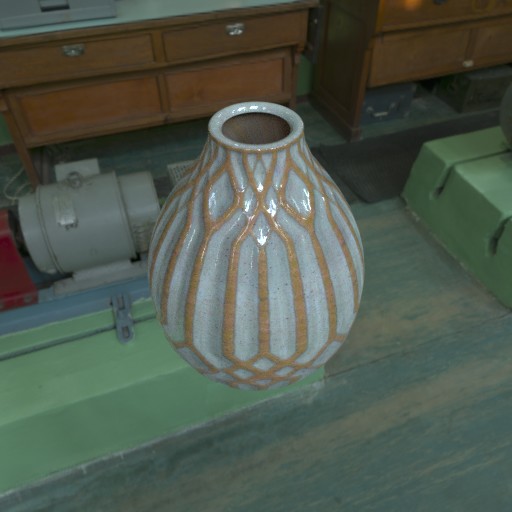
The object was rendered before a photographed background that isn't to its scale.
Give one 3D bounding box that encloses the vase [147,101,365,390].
[{"bbox_3d":[0.000,0.000,0.266,0.131,0.175,0.131,0,46,0],"label":"vase"}]
